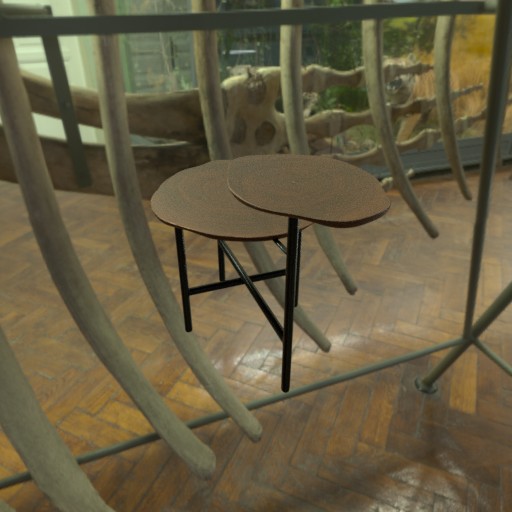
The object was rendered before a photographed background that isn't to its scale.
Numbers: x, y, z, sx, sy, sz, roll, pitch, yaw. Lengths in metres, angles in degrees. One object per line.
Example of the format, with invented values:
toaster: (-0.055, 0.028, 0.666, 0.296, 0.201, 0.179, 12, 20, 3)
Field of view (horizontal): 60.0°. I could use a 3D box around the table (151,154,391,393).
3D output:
table: (0.000, 0.000, 1.074, 0.442, 0.538, 0.759, -11, 32, -17)
